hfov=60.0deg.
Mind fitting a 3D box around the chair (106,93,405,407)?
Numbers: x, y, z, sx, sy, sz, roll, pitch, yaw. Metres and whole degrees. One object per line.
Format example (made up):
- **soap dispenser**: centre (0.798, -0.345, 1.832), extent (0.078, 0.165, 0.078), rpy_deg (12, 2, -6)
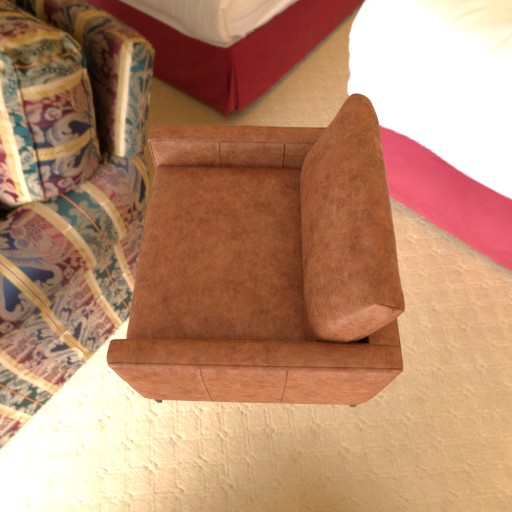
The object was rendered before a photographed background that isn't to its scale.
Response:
- **chair**: centre (0.000, 0.000, 1.633), extent (0.862, 0.869, 0.967), rpy_deg (1, 61, 1)
